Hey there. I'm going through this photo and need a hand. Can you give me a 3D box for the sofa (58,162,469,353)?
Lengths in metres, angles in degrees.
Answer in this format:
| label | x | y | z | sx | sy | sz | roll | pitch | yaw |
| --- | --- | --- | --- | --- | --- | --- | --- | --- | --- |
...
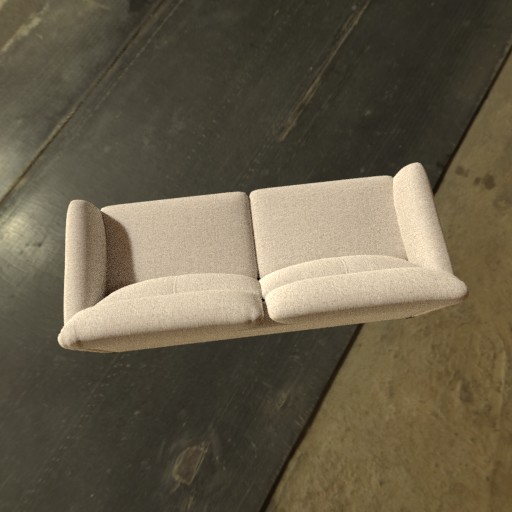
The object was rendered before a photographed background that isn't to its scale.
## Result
| label | x | y | z | sx | sy | sz | roll | pitch | yaw |
| --- | --- | --- | --- | --- | --- | --- | --- | --- | --- |
| sofa | 0.000 | 0.000 | 2.432 | 2.015 | 0.956 | 0.856 | -7 | 76 | -2 |
